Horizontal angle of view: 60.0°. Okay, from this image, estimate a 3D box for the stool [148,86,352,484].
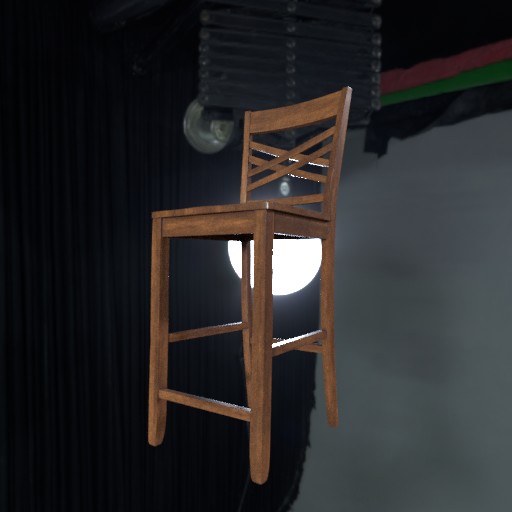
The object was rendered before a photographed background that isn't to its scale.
[{"bbox_3d":[0.000,0.000,1.369,0.426,1.098,0.504,0,-1,36],"label":"stool"}]
